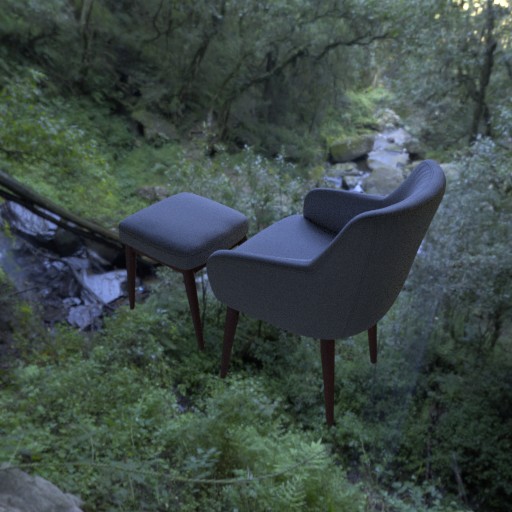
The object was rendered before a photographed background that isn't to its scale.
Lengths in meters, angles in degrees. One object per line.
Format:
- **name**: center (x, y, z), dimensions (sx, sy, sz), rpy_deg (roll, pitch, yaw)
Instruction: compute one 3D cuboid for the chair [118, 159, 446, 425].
- **chair**: center (0.000, 0.000, 1.560), dimensions (1.107, 0.799, 0.584), rpy_deg (22, 39, 30)
